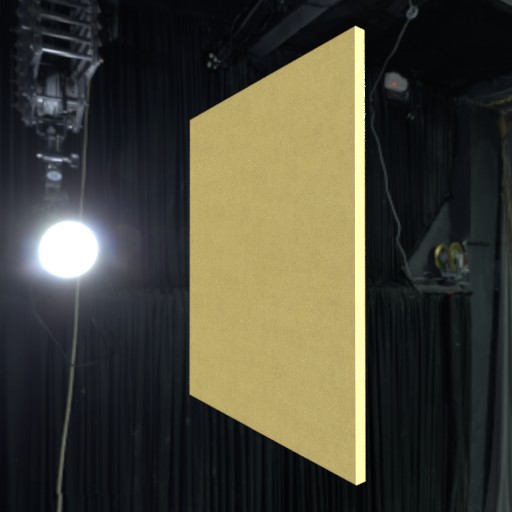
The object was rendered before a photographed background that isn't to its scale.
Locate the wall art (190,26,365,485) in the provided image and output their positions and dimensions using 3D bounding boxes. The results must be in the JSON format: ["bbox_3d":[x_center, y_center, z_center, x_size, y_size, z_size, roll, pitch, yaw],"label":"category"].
[{"bbox_3d":[0.000,0.000,1.302,0.030,1.002,0.798,0,-1,-35],"label":"wall art"}]
